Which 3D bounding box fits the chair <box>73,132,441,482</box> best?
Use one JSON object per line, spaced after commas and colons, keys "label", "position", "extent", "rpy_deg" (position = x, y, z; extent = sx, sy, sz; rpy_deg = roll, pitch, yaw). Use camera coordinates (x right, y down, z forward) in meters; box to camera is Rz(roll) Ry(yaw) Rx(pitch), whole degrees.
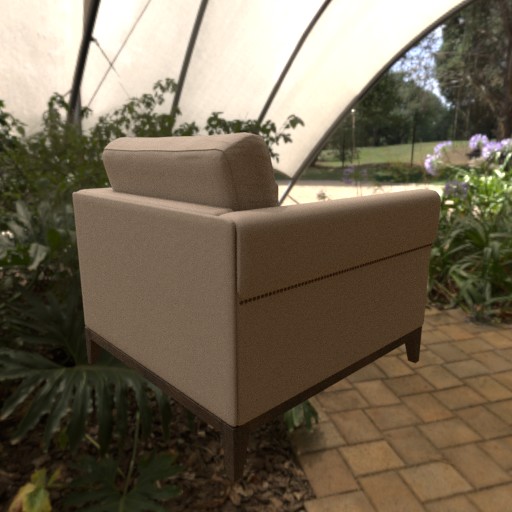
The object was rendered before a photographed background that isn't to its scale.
{"label": "chair", "position": [0.000, 0.000, 1.618], "extent": [0.959, 0.838, 0.914], "rpy_deg": [-12, 18, -42]}
